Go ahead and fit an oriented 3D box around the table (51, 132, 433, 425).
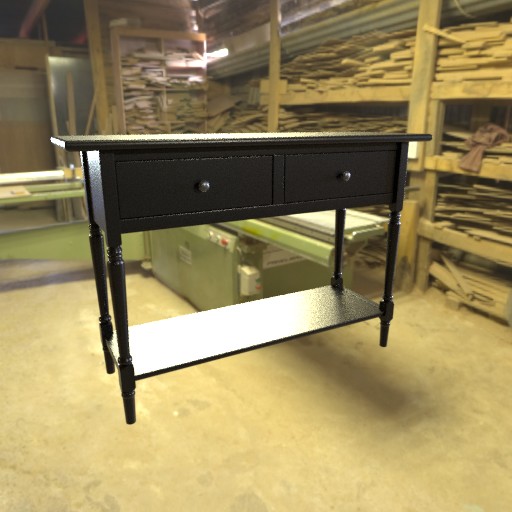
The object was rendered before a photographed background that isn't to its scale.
[{"bbox_3d":[0.000,0.000,1.553,1.191,0.819,0.386,-9,19,-27],"label":"table"}]
